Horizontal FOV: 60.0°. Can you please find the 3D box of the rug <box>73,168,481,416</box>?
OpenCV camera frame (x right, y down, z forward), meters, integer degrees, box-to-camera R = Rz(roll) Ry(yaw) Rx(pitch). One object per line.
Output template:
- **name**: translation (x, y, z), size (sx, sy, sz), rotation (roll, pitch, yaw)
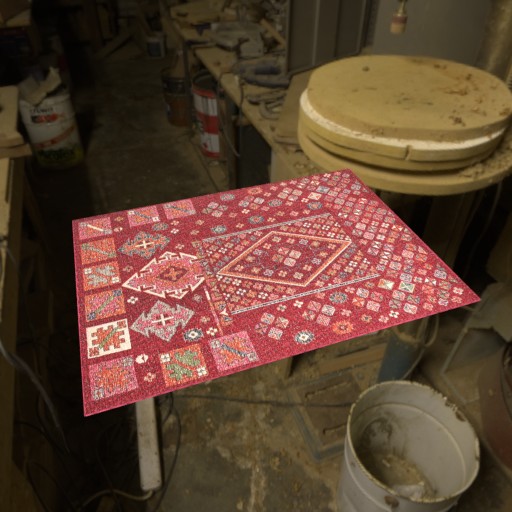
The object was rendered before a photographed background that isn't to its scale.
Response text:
- **rug**: translation (0.000, 0.000, 2.828), size (2.184, 0.007, 1.579), rotation (-13, 42, -14)
